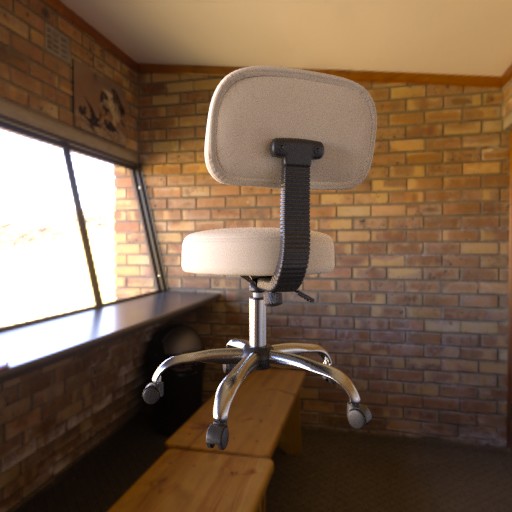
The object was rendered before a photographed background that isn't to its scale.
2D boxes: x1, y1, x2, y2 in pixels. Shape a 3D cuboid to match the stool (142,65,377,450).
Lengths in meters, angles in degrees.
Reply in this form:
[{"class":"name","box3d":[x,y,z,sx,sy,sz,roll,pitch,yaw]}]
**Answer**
[{"class":"stool","box3d":[0.000,0.000,1.233,0.609,0.810,0.616,0,1,-18]}]
